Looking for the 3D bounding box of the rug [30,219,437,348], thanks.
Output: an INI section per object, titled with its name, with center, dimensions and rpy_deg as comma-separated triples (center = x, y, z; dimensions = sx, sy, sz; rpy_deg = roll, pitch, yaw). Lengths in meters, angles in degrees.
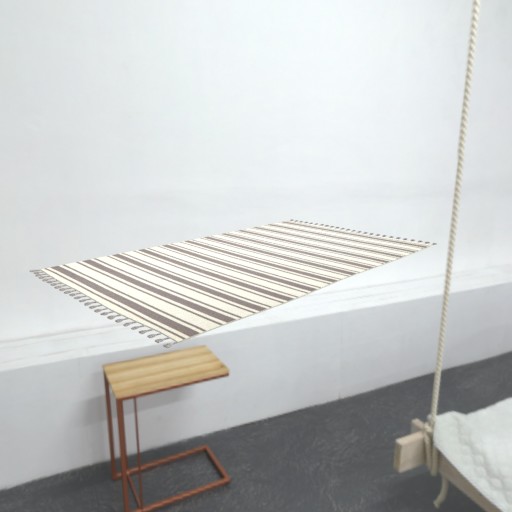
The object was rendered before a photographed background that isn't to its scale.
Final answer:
[rug]
center = 0.000, 0.000, 2.565
dimensions = 1.229, 0.011, 2.096
rpy_deg = 14, 21, 43
